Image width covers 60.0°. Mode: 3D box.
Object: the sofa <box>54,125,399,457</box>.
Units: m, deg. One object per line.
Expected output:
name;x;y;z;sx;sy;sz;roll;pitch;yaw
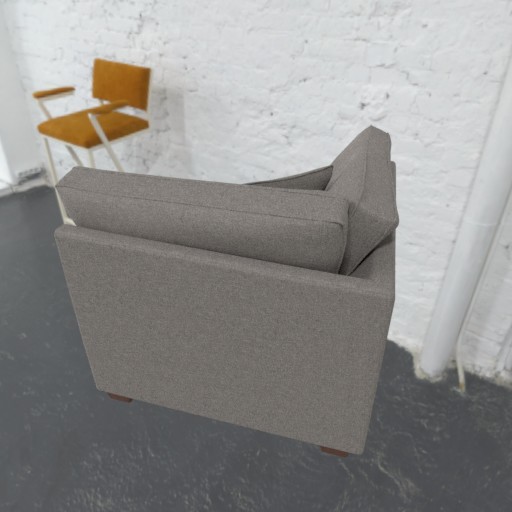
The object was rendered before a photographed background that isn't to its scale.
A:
sofa;0.000;0.000;1.829;1.042;0.951;1.050;9;33;13
